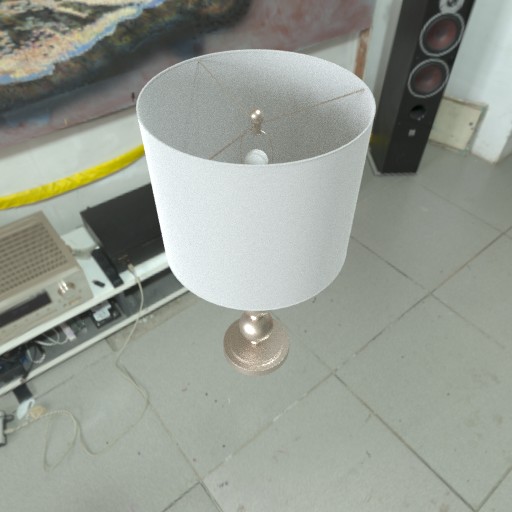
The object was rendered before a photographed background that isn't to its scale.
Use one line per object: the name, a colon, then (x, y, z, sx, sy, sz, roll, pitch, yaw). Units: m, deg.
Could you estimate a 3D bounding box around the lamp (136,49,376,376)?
lamp: (0.000, 0.000, 0.711, 0.277, 0.538, 0.277, 16, 49, 15)
